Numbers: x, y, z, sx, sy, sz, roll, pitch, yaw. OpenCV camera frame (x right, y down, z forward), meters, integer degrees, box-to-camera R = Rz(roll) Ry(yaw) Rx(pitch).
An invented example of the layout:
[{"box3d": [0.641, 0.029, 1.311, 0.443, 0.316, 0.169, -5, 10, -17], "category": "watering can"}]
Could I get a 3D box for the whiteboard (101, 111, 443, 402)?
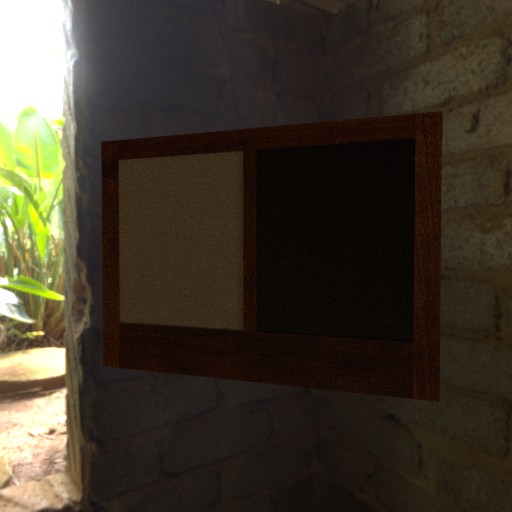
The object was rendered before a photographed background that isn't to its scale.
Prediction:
[{"box3d": [0.000, 0.000, 1.002, 0.768, 0.553, 0.083, 0, 2, 19], "category": "whiteboard"}]
